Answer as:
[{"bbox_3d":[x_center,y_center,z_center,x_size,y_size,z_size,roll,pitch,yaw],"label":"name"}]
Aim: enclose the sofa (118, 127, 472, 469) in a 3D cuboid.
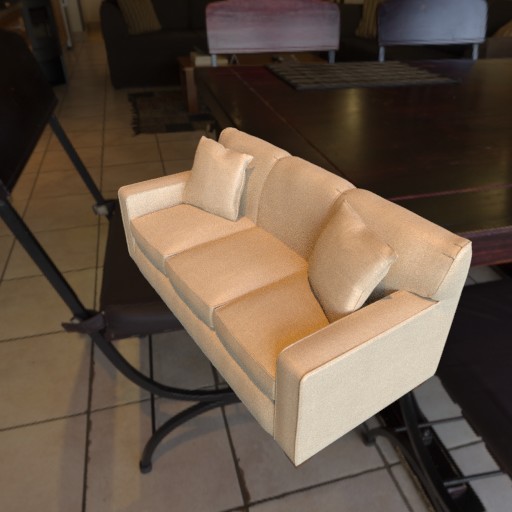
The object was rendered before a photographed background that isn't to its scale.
[{"bbox_3d":[0.000,0.000,2.610,0.997,0.958,2.024,-20,38,-28],"label":"sofa"}]
